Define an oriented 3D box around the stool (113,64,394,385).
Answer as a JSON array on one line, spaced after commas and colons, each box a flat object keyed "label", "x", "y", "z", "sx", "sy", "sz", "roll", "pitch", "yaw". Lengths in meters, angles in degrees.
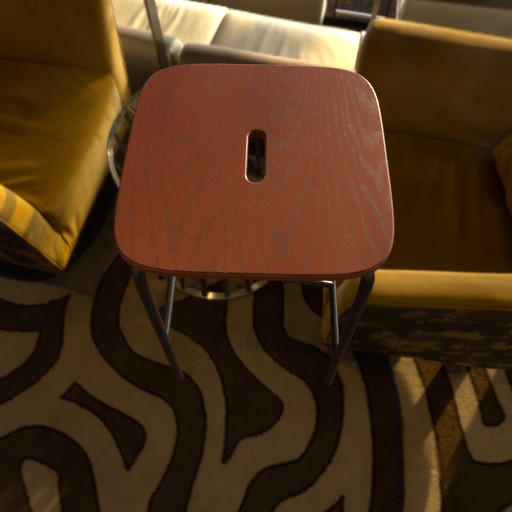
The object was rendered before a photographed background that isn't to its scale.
[{"label": "stool", "x": 0.000, "y": 0.000, "z": 0.877, "sx": 0.376, "sy": 0.610, "sz": 0.376, "roll": 2, "pitch": 63, "yaw": 1}]
